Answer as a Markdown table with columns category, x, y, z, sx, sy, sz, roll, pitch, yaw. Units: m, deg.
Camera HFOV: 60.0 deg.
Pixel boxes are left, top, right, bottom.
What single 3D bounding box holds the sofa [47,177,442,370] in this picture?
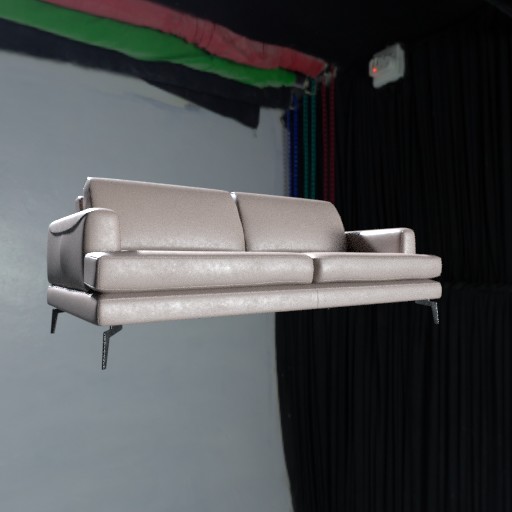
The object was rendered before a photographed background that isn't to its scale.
| category | x | y | z | sx | sy | sz | roll | pitch | yaw |
| --- | --- | --- | --- | --- | --- | --- | --- | --- | --- |
| sofa | 0.000 | 0.000 | 2.374 | 1.940 | 0.765 | 0.974 | 0 | -1 | -35 |
